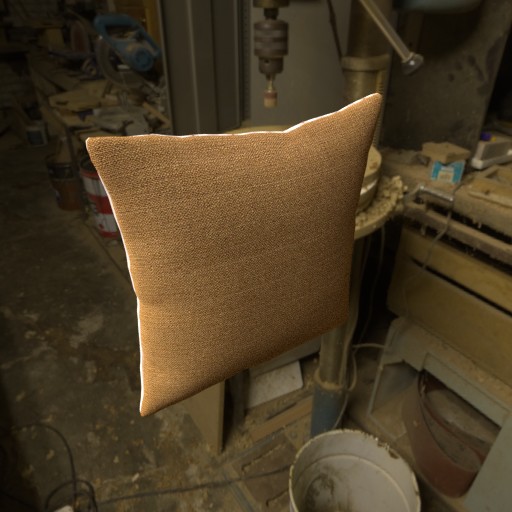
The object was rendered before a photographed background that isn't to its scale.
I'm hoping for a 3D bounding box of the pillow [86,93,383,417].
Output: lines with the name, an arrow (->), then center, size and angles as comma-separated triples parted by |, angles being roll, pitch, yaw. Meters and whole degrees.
pillow -> 0.000, 0.000, 0.673 | 0.432, 0.437, 0.147 | -20, 37, -28
